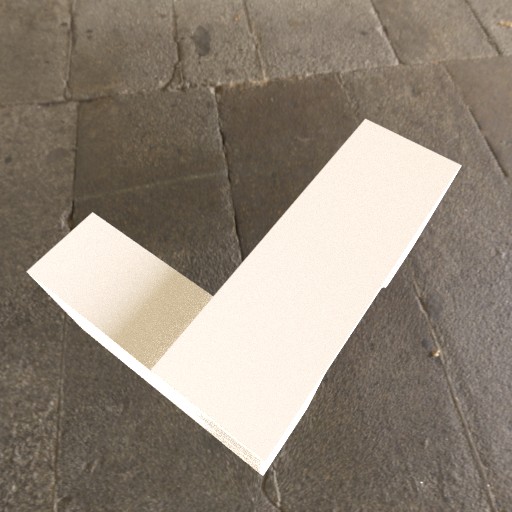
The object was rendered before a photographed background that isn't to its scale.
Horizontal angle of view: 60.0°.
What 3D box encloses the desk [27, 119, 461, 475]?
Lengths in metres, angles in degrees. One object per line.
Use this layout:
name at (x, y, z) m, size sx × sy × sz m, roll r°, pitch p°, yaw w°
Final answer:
desk at (0.000, 0.000, 2.219) m, size 1.199 × 0.759 × 1.524 m, roll 33°, pitch 66°, yaw 17°
